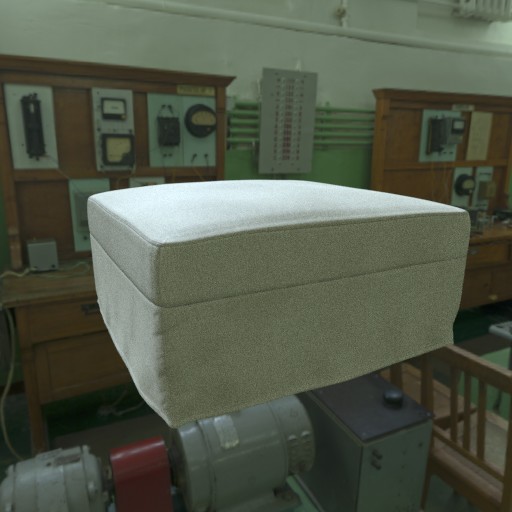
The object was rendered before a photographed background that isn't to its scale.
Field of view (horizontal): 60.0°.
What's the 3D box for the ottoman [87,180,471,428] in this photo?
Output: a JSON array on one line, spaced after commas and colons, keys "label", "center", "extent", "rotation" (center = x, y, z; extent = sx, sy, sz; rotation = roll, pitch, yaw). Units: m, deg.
[{"label": "ottoman", "center": [0.000, 0.000, 1.323], "extent": [0.843, 0.441, 0.842], "rotation": [-7, 16, -27]}]
